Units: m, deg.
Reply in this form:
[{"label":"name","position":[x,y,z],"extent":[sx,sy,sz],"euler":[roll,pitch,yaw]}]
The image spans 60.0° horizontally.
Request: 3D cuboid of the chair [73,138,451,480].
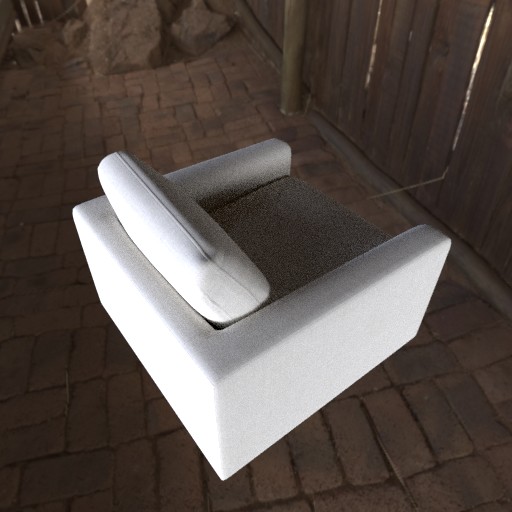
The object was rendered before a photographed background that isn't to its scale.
[{"label":"chair","position":[0.000,0.000,1.851],"extent":[1.100,0.876,1.070],"euler":[-26,47,-27]}]
